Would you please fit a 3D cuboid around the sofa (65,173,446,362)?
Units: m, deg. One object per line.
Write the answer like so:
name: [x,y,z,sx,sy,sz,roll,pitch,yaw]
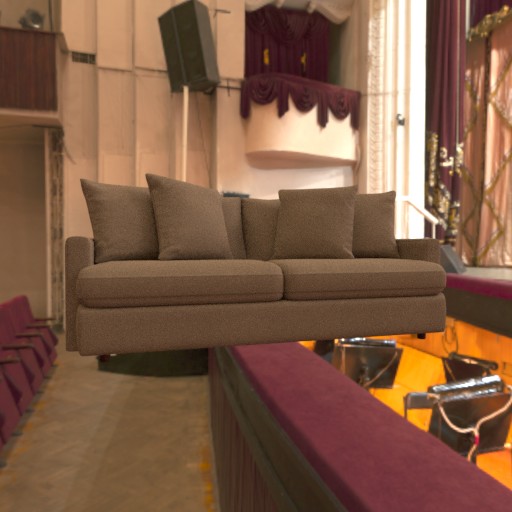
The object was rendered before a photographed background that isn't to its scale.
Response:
sofa: [0.000,0.000,3.105,2.380,1.084,1.228,0,1,-17]
